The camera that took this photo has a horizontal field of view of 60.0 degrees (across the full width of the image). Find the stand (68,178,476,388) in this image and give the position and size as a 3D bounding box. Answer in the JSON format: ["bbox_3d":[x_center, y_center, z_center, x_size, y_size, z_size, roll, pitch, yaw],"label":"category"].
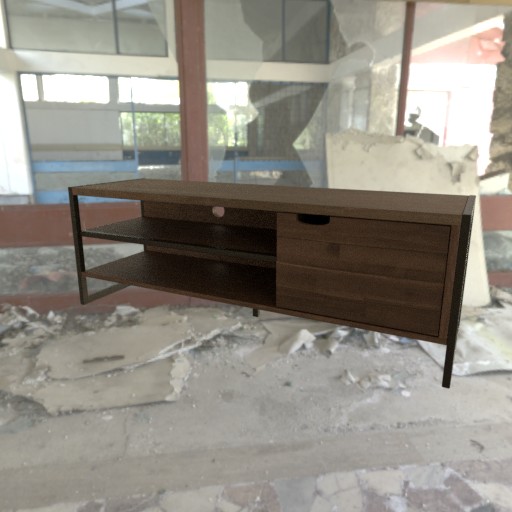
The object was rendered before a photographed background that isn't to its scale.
[{"bbox_3d":[0.000,0.000,1.729,1.480,0.506,0.454,7,17,26],"label":"stand"}]
